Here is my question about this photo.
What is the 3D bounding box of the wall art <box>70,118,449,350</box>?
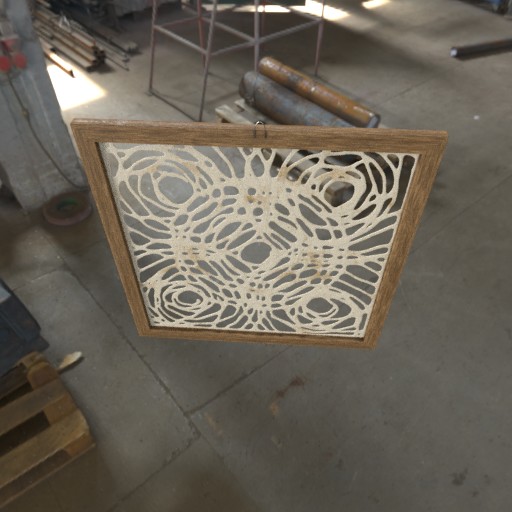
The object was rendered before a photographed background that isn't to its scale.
[{"bbox_3d":[0.000,0.000,0.853,0.561,0.576,0.021,3,46,3],"label":"wall art"}]
